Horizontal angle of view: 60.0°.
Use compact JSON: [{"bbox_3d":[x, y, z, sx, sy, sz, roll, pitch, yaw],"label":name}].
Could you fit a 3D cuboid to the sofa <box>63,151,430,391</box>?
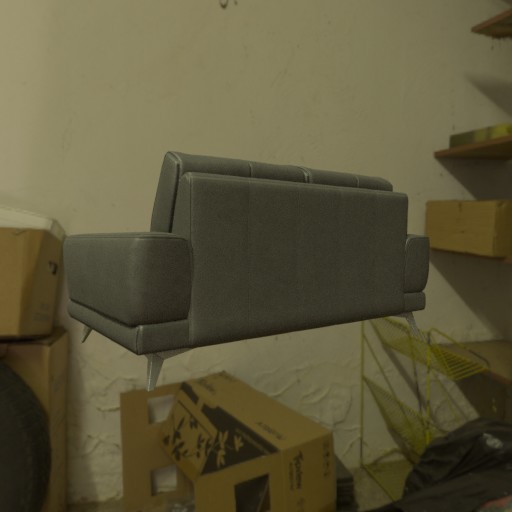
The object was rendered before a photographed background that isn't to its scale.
[{"bbox_3d":[0.000,0.000,2.431,1.806,0.907,1.018,-2,3,-36],"label":"sofa"}]
